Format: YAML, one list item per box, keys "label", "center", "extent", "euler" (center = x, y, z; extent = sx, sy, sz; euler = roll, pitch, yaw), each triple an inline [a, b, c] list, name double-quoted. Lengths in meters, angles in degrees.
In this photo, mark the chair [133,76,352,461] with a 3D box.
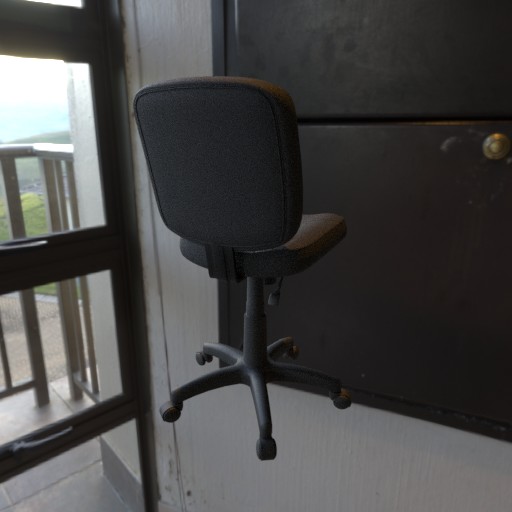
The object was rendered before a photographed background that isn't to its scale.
- label: "chair"
  center: [0.000, 0.000, 1.351]
  extent: [0.610, 0.972, 0.610]
  euler: [9, 19, 28]
